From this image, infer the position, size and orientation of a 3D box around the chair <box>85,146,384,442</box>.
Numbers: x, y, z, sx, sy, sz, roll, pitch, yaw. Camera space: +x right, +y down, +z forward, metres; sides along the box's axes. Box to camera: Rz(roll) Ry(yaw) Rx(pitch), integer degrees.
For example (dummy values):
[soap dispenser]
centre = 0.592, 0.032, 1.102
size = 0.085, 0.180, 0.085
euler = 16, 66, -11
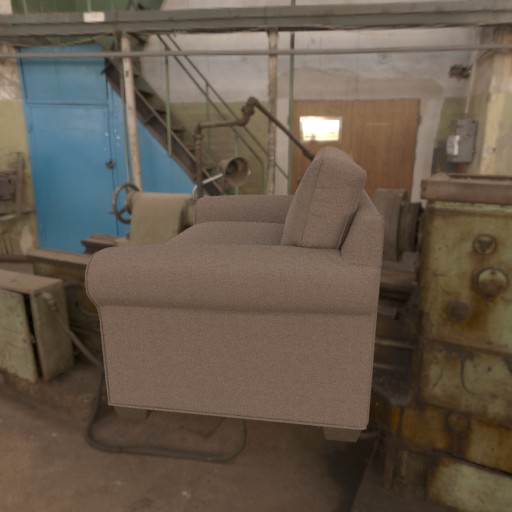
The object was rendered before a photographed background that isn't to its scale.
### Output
[chair]
centre = 0.000, 0.000, 1.987
size = 0.930, 0.930, 1.390
euler = 2, 16, 9
